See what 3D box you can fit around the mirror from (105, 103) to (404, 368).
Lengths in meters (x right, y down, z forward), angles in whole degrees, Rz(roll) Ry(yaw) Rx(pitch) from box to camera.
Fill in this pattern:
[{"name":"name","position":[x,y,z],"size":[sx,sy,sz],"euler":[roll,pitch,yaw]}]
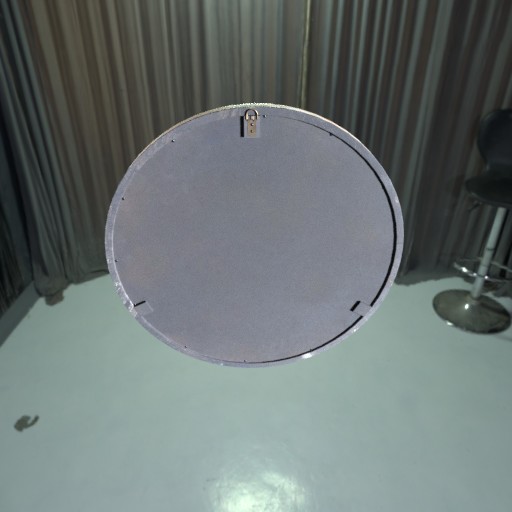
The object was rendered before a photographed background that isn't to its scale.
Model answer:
[{"name":"mirror","position":[0.000,0.000,1.081],"size":[0.710,0.710,0.038],"euler":[-1,30,-2]}]
